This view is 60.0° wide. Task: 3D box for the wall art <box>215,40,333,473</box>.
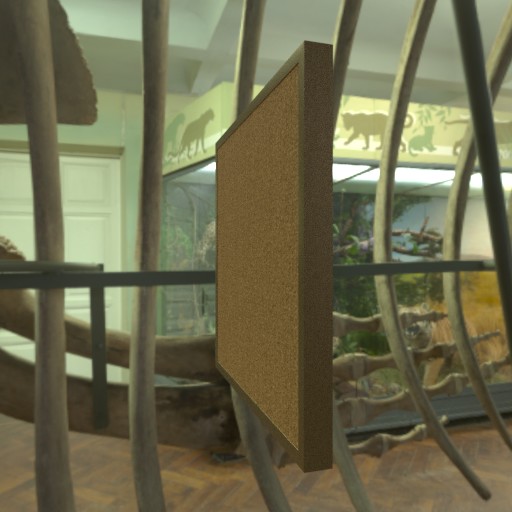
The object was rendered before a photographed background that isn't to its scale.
[{"bbox_3d":[0.000,0.000,0.770,0.037,0.509,0.510,0,0,-17],"label":"wall art"}]
